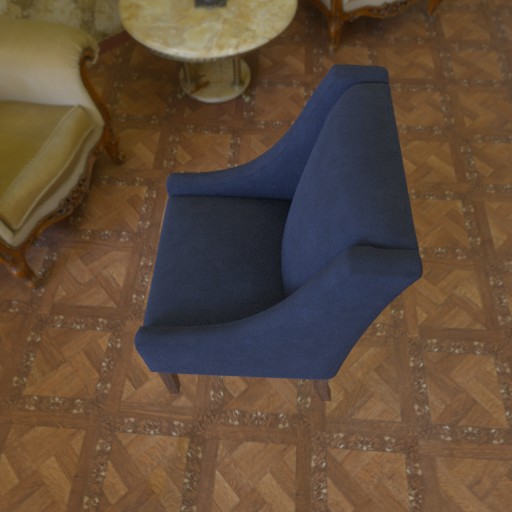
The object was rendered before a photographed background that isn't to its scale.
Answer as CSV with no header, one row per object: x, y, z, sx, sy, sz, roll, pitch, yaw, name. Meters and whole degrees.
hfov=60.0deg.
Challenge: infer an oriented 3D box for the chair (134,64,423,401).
0.000,0.000,1.320,0.629,0.895,0.629,2,58,1,chair
